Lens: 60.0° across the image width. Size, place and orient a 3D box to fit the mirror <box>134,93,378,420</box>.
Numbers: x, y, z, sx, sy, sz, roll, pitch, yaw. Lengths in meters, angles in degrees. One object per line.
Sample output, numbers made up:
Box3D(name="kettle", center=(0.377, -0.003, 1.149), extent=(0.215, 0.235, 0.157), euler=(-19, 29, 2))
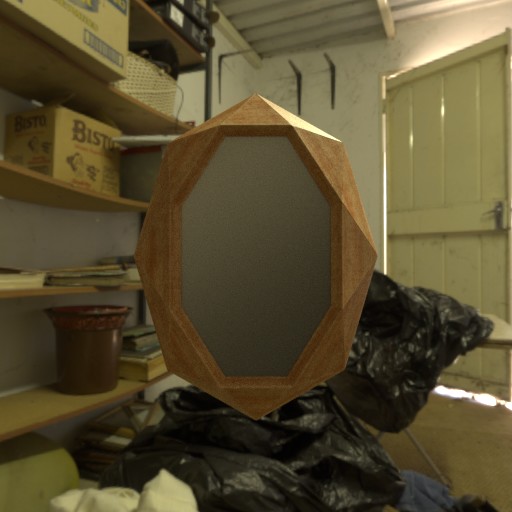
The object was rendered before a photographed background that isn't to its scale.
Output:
Box3D(name="mirror", center=(0.000, 0.000, 1.021), extent=(0.577, 0.774, 0.070), euler=(0, -1, 0))
